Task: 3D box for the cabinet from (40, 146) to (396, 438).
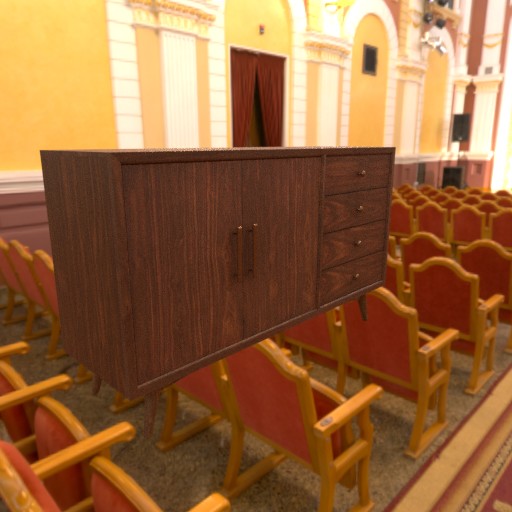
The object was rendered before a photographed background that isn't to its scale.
[{"bbox_3d":[0.000,0.000,1.989,0.505,0.940,1.575,14,20,42],"label":"cabinet"}]
